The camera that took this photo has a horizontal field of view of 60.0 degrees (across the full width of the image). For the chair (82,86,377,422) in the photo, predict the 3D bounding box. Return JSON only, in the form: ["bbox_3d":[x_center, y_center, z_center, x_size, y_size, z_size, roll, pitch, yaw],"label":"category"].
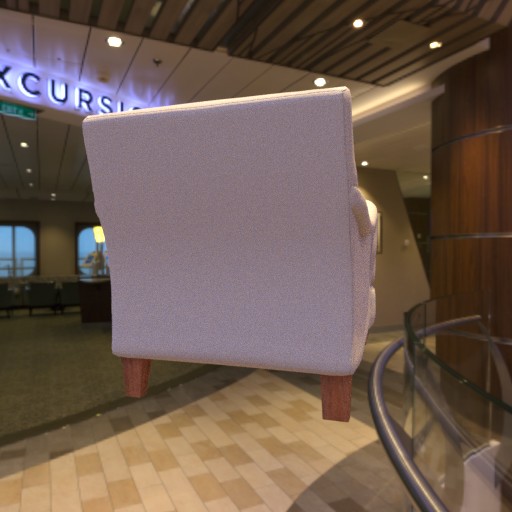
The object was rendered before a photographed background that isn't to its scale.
[{"bbox_3d":[0.000,0.000,1.833,0.955,1.038,1.070,0,1,18],"label":"chair"}]
